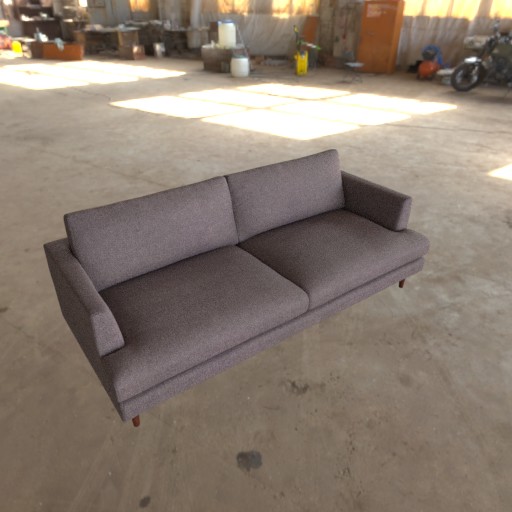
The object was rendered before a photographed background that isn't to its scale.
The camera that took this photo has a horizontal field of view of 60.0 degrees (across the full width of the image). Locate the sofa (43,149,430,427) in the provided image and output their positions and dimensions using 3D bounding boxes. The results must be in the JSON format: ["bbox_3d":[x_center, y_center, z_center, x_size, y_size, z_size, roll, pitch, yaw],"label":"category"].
[{"bbox_3d":[0.000,0.000,2.808,2.250,0.868,1.020,-20,36,-31],"label":"sofa"}]
